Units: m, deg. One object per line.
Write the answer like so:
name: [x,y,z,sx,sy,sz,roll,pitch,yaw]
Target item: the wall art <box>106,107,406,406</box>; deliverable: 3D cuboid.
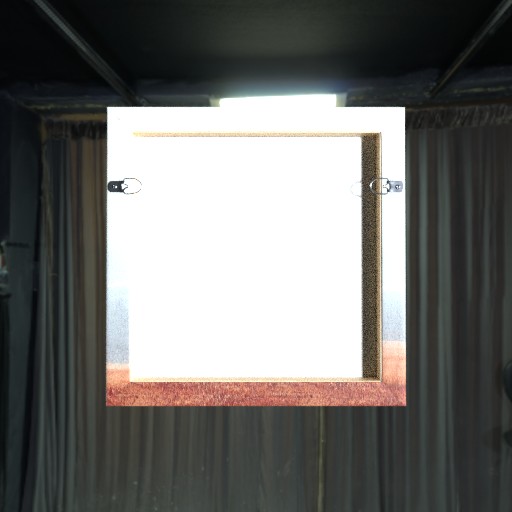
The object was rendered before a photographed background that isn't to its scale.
wall art: [0.000,0.000,1.142,0.760,0.760,0.042,0,-1,0]
